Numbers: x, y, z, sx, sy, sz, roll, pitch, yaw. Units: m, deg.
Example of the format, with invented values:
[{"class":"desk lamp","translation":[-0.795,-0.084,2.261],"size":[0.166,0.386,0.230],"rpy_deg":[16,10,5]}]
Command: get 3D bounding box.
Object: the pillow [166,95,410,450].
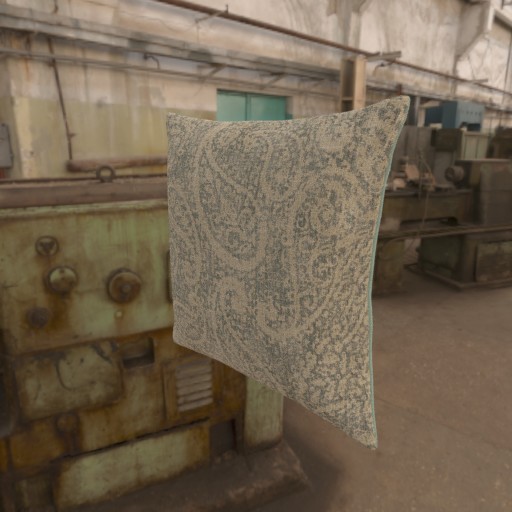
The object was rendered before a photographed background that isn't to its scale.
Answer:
[{"class":"pillow","translation":[0.000,0.000,0.787],"size":[0.166,0.507,0.526],"rpy_deg":[-14,21,-43]}]
